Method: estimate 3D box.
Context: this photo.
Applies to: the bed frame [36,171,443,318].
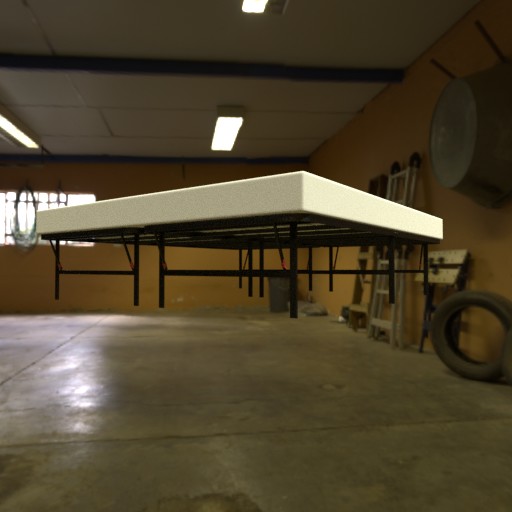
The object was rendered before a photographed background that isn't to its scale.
[{"bbox_3d":[0.000,0.000,3.020,1.930,0.559,2.032,-1,-2,36],"label":"bed frame"}]
